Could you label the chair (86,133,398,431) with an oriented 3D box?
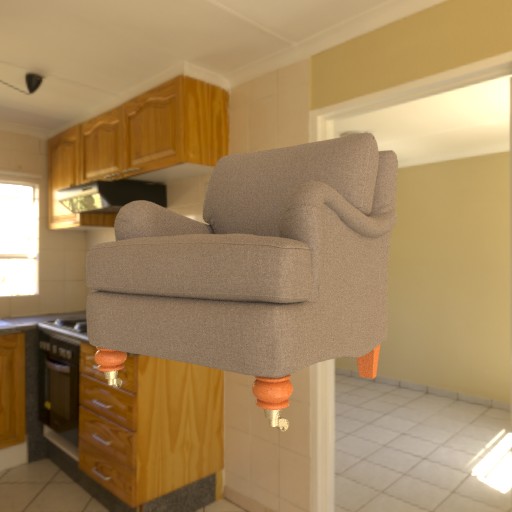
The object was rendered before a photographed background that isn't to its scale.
[{"bbox_3d":[0.000,0.000,1.859,0.955,1.038,1.070,0,0,35],"label":"chair"}]
